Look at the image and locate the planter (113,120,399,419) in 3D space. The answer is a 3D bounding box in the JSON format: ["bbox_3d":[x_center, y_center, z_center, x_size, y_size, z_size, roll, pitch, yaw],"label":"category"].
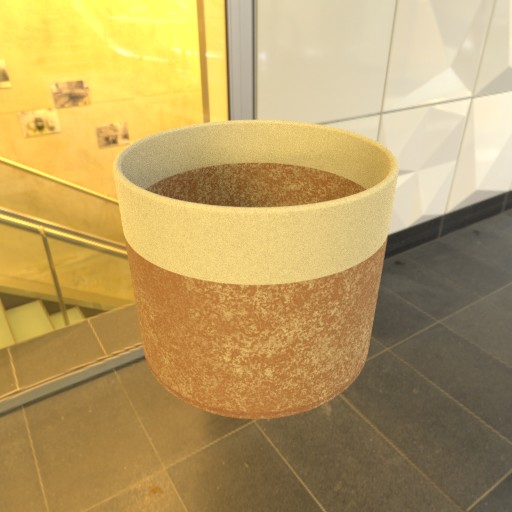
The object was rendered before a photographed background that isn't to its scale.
[{"bbox_3d":[0.000,0.000,0.289,0.159,0.138,0.159,0,30,0],"label":"planter"}]
